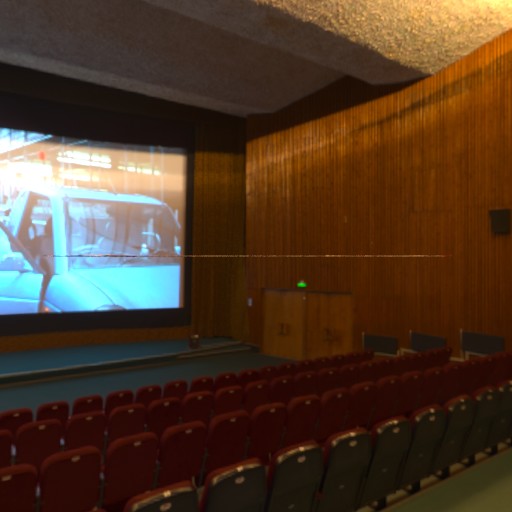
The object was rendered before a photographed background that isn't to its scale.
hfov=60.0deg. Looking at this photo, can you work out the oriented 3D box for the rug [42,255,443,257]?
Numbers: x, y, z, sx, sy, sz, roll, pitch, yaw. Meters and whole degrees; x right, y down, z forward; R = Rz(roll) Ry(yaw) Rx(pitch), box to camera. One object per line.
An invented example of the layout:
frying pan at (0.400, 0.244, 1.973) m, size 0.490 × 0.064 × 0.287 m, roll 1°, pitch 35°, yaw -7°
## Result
rug at (0.000, 0.000, 3.048) m, size 2.465 × 0.012 × 1.465 m, roll 0°, pitch 0°, yaw -36°
